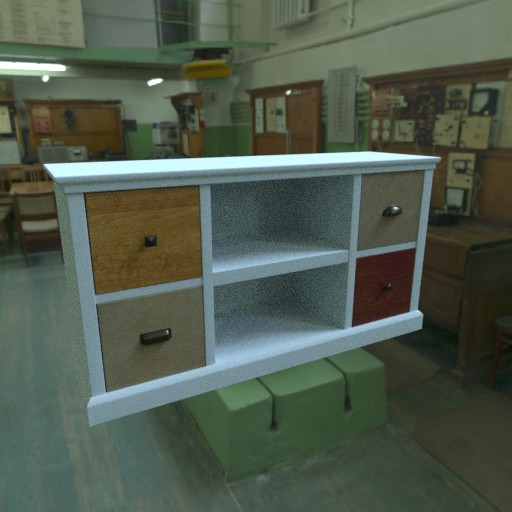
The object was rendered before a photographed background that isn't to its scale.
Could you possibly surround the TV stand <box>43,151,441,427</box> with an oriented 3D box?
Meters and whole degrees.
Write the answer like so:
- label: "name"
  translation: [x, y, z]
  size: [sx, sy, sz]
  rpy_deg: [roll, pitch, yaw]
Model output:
- label: "TV stand"
  translation: [0.000, 0.000, 1.466]
  size: [1.187, 0.624, 0.424]
  rpy_deg: [-9, 19, -27]
